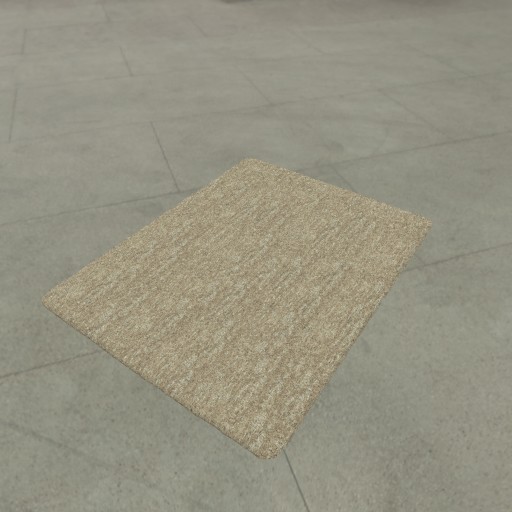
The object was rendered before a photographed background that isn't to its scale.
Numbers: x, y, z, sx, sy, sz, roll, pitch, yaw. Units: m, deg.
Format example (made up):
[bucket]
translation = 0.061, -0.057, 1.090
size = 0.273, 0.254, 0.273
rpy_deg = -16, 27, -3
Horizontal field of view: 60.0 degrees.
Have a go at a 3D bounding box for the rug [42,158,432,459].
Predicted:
[rug]
translation = 0.000, 0.000, 3.880
size = 2.242, 0.050, 2.873
rpy_deg = 25, 47, 26
